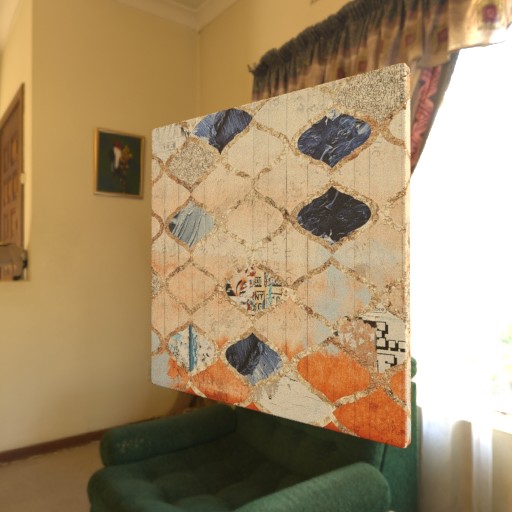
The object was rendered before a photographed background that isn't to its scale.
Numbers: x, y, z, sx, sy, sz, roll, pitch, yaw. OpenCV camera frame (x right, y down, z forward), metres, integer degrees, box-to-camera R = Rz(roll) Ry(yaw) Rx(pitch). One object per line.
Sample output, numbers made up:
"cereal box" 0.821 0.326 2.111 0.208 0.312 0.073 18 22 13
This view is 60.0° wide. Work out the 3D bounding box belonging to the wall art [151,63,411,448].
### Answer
"wall art" 0.000 0.000 1.333 0.912 0.914 0.039 0 0 37
